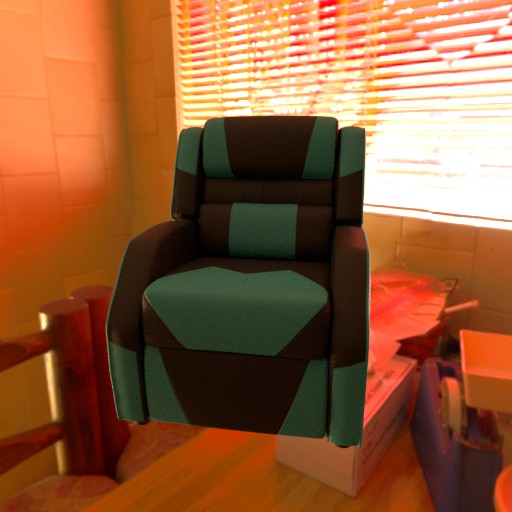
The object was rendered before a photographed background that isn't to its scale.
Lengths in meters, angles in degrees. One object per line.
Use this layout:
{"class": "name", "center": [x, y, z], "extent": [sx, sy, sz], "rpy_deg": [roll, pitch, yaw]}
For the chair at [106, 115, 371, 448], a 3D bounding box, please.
{"class": "chair", "center": [0.000, 0.000, 1.280], "extent": [0.620, 0.805, 0.672], "rpy_deg": [3, 15, 10]}
